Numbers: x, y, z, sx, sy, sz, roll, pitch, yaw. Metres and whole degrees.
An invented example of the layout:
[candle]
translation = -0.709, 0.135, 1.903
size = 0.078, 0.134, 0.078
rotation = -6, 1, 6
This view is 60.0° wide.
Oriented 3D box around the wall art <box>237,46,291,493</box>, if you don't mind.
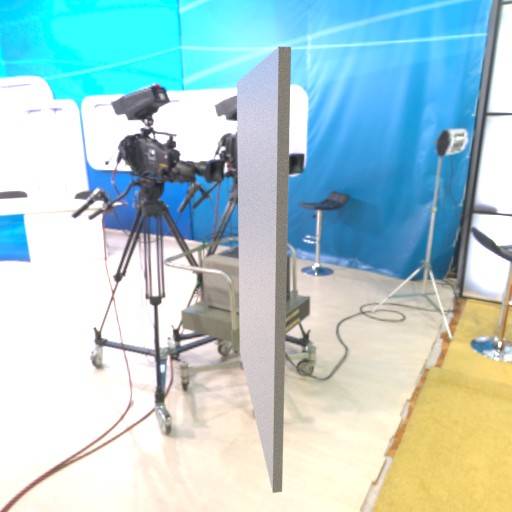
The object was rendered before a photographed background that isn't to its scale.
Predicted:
[wall art]
translation = 0.000, 0.000, 0.684
size = 0.013, 0.533, 0.381
rotation = -2, 17, -8
